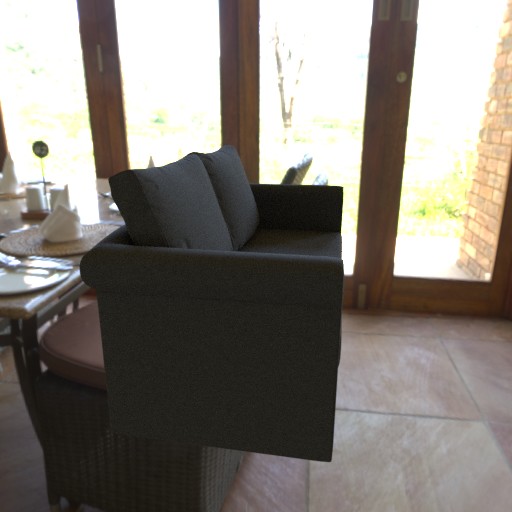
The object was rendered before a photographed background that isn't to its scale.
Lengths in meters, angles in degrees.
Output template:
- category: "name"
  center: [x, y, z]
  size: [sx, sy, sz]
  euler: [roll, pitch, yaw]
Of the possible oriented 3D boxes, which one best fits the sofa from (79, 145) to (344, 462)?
- category: "sofa"
  center: [0.000, 0.000, 1.917]
  size: [0.741, 0.872, 1.460]
  euler: [3, 18, 10]
